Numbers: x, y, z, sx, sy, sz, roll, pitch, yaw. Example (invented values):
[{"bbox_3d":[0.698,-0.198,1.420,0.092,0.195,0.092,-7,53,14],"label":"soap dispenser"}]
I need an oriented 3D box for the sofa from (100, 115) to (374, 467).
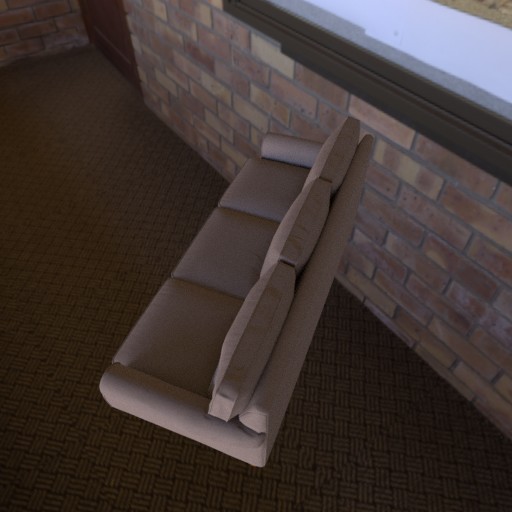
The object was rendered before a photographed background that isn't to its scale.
[{"bbox_3d":[0.000,0.000,2.836,0.966,0.948,2.353,17,51,14],"label":"sofa"}]
